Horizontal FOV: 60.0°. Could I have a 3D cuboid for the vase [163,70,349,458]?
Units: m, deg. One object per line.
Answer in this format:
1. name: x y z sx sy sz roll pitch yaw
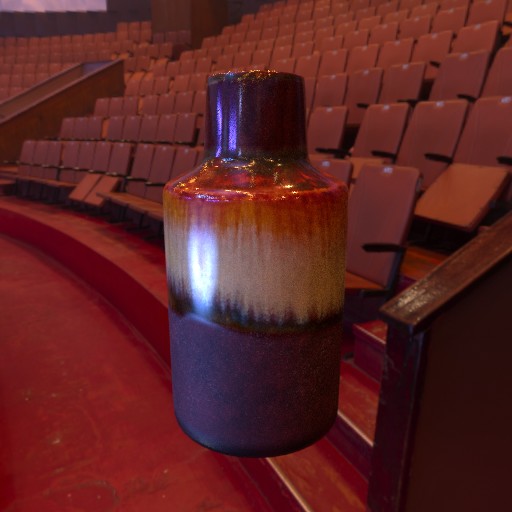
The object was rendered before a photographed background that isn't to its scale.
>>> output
1. vase: 0.000 0.000 0.270 0.108 0.204 0.108 0 15 0
